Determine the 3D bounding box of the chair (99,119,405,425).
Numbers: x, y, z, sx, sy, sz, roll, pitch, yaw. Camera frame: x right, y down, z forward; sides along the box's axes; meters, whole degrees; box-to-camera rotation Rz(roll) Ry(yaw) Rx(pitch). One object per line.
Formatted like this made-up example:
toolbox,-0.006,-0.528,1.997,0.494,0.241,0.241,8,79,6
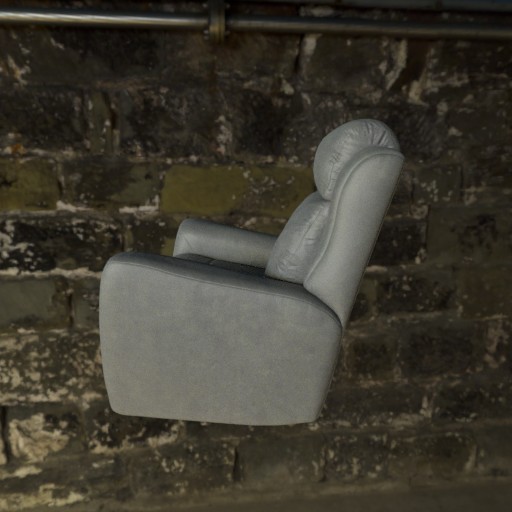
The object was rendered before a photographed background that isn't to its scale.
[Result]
chair,0.000,0.000,1.944,1.068,1.116,0.965,2,14,8
